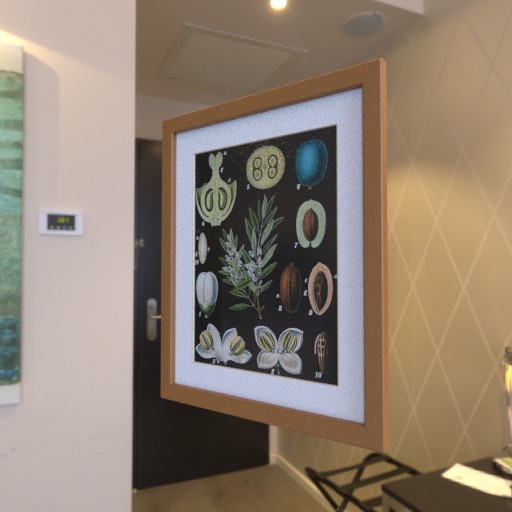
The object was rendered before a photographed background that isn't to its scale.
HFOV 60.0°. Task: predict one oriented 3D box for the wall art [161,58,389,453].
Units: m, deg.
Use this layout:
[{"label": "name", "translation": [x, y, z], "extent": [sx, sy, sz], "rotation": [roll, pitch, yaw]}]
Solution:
[{"label": "wall art", "translation": [0.000, 0.000, 0.520], "extent": [0.310, 0.379, 0.015], "rotation": [-1, -2, 36]}]
